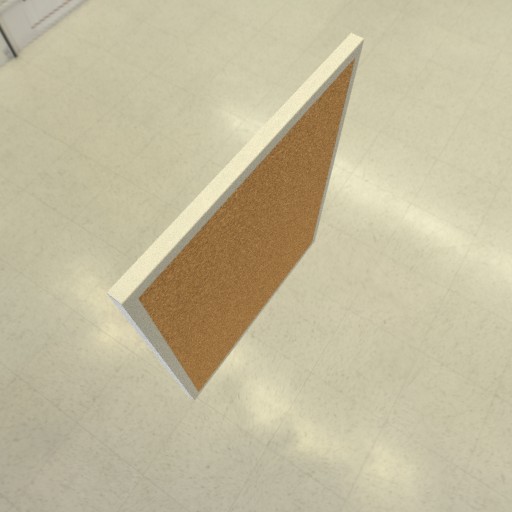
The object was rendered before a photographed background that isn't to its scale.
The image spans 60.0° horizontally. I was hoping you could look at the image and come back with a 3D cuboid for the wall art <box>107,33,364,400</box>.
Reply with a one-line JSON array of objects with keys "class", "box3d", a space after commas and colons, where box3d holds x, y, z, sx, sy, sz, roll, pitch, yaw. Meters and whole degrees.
[{"class": "wall art", "box3d": [0.000, 0.000, 0.724, 0.020, 0.536, 0.444, 33, 68, 15]}]
